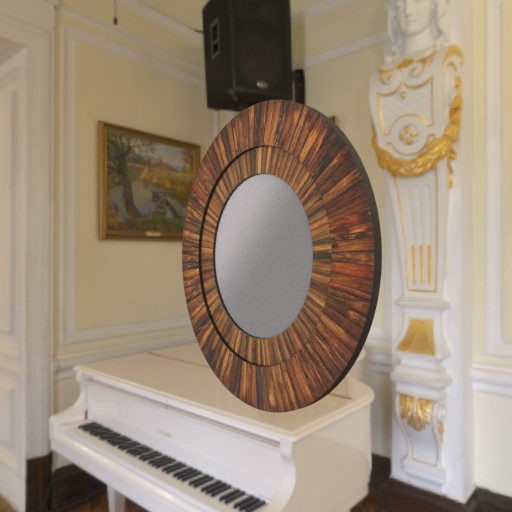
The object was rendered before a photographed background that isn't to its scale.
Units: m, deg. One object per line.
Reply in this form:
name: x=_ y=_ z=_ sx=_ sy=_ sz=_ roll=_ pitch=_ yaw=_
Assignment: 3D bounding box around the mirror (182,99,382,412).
mirror: x=0.000 y=0.000 z=1.596 sx=0.036 sy=1.077 sz=1.077 roll=0 pitch=0 yaw=-37
